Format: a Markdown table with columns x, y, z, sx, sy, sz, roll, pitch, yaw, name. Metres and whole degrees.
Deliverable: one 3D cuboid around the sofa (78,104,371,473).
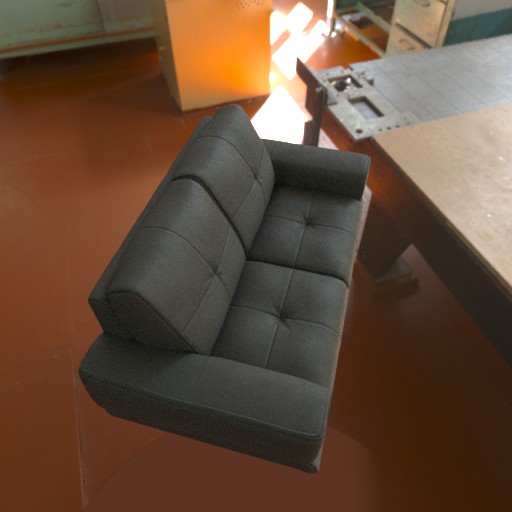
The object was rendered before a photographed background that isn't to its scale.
| x | y | z | sx | sy | sz | roll | pitch | yaw | name |
| --- | --- | --- | --- | --- | --- | --- | --- | --- | --- |
| 0.000 | 0.000 | 2.290 | 1.018 | 0.907 | 1.806 | 12 | 50 | 10 | sofa |
